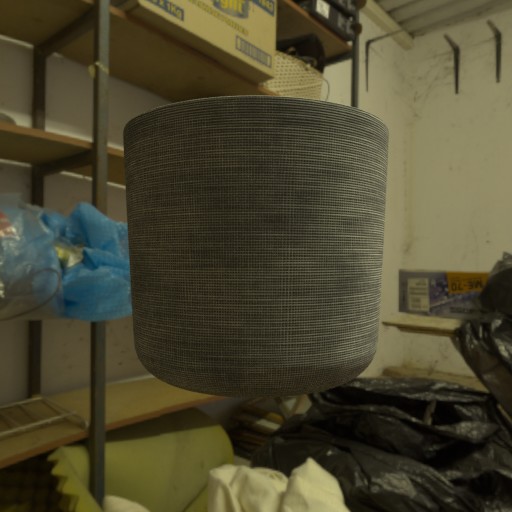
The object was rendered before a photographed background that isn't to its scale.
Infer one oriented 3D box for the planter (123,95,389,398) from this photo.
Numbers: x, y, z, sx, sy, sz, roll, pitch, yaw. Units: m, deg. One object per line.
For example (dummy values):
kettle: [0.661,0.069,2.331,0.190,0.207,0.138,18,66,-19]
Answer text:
planter: [0.000,0.000,0.767,0.440,0.398,0.440,0,0,0]
